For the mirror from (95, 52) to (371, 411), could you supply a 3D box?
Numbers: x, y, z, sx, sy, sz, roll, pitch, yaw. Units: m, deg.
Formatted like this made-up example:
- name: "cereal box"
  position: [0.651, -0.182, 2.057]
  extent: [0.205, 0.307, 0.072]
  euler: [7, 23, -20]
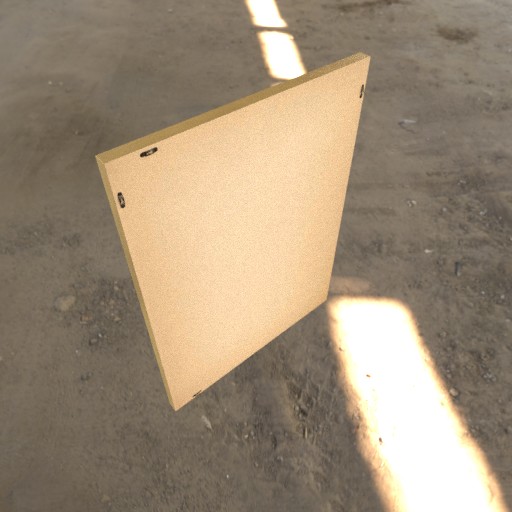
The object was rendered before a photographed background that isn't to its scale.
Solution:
- name: "mirror"
  position: [0.000, 0.000, 1.360]
  extent: [0.762, 1.016, 0.041]
  euler: [-31, 53, -27]
